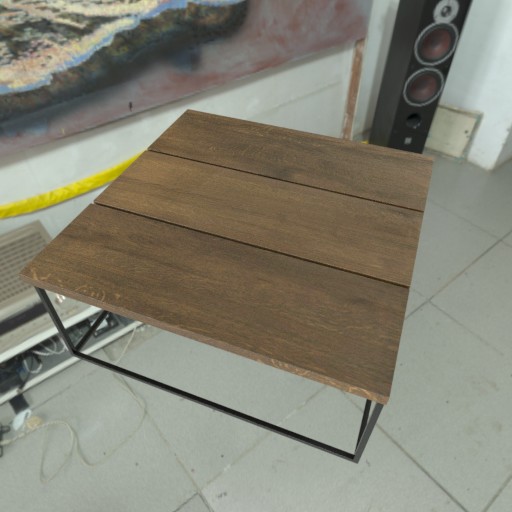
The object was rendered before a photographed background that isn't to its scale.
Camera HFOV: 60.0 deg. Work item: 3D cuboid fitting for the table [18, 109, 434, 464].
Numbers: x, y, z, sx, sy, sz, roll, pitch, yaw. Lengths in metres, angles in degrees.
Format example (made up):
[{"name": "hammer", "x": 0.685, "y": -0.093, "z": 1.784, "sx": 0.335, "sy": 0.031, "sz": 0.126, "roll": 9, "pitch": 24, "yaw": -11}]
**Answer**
[{"name": "table", "x": 0.000, "y": 0.000, "z": 1.406, "sx": 0.900, "sy": 0.400, "sz": 0.900, "roll": 15, "pitch": 47, "yaw": 15}]
